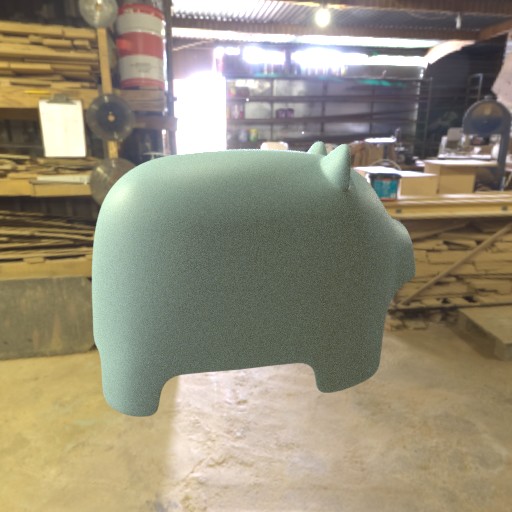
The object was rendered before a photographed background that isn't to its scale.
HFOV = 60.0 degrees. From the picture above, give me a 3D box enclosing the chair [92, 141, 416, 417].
[{"bbox_3d":[0.000,0.000,0.858,0.619,0.423,0.364,-3,17,-10],"label":"chair"}]
